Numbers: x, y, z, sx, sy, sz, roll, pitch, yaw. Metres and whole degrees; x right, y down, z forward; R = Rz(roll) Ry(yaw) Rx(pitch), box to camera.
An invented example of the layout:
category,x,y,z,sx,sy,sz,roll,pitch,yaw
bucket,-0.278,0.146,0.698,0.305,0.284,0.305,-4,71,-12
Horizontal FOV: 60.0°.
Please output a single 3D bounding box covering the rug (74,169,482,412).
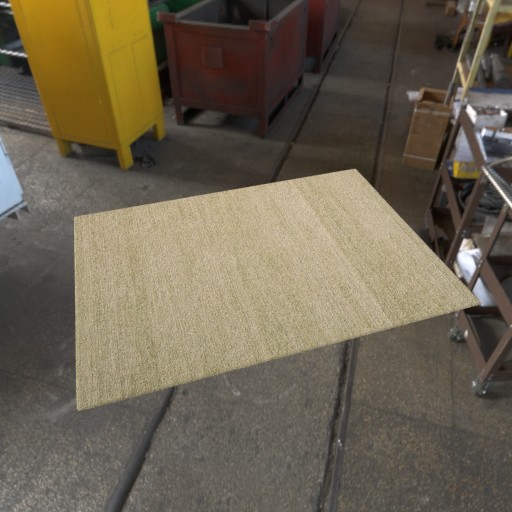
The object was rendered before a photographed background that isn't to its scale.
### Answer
category,x,y,z,sx,sy,sz,roll,pitch,yaw
rug,0.000,0.000,5.042,3.935,0.025,2.782,-12,43,-13
